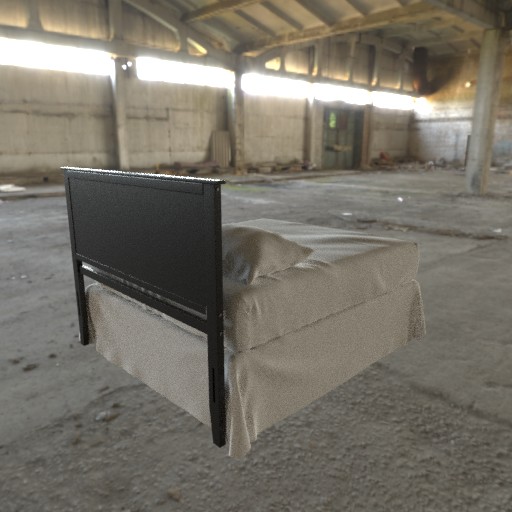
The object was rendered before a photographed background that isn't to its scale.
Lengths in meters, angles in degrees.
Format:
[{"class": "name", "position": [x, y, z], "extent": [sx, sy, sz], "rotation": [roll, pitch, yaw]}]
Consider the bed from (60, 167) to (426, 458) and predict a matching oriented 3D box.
[{"class": "bed", "position": [0.000, 0.000, 3.208], "extent": [2.050, 1.270, 1.870], "rotation": [-13, 19, -42]}]
